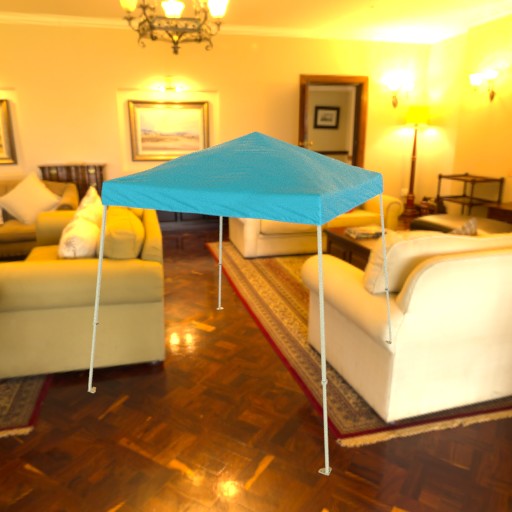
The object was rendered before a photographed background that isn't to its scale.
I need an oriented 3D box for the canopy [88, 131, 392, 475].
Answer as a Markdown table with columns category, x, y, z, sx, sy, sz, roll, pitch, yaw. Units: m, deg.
| category | x | y | z | sx | sy | sz | roll | pitch | yaw |
| --- | --- | --- | --- | --- | --- | --- | --- | --- | --- |
| canopy | 0.000 | 0.000 | 5.268 | 2.850 | 2.850 | 2.849 | 8 | 17 | 26 |
